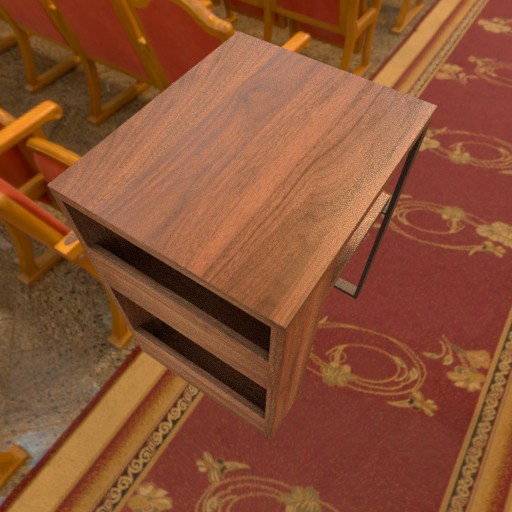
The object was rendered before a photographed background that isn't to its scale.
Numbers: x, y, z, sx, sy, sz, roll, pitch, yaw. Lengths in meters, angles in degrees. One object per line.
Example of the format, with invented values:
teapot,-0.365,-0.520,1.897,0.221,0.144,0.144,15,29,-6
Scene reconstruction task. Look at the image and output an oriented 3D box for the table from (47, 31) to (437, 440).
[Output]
table,0.000,0.000,1.556,0.660,1.041,0.786,29,61,18
